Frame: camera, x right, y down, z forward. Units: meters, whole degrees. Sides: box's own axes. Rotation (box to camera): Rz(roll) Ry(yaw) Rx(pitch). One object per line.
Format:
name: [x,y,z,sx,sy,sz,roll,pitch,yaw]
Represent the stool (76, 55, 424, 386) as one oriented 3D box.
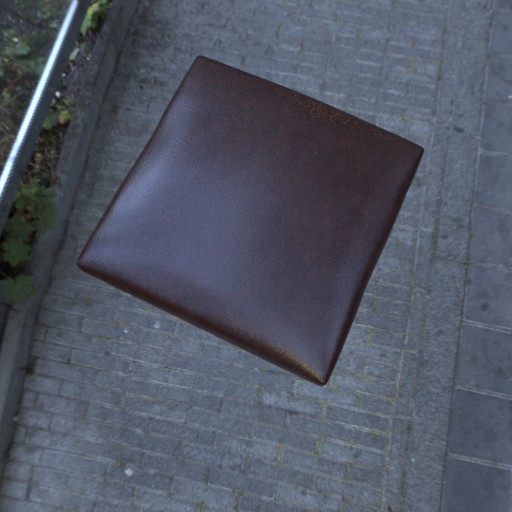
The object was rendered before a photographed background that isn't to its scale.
stool: [0.000,0.000,0.924,0.383,0.702,0.382,25,77,6]
